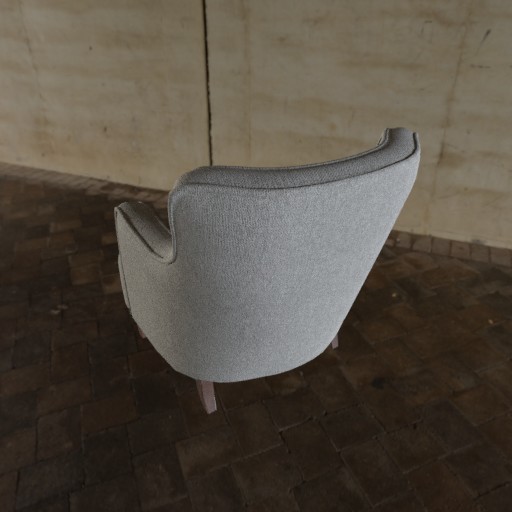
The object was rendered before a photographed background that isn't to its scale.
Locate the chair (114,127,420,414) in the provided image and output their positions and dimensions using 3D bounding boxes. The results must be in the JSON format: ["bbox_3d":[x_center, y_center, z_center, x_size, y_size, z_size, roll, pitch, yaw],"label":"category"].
[{"bbox_3d":[0.000,0.000,1.565,0.820,0.920,0.910,-19,35,-30],"label":"chair"}]
